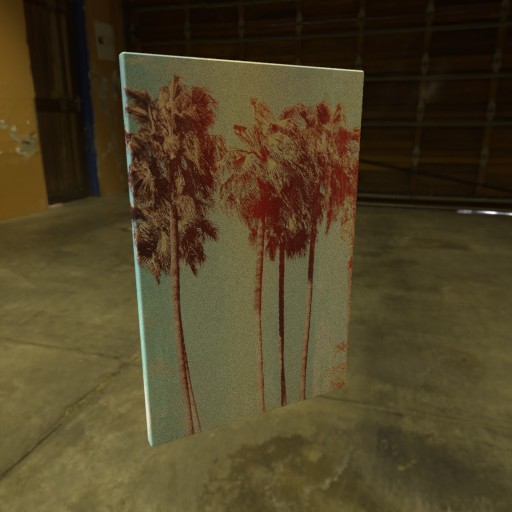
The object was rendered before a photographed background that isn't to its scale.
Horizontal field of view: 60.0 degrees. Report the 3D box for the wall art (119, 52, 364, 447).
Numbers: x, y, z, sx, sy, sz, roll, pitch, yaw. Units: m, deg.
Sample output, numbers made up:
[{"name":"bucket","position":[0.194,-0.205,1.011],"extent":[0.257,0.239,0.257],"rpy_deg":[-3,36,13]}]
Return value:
[{"name":"wall art","position":[0.000,0.000,1.136],"extent":[0.605,0.915,0.037],"rpy_deg":[-8,17,-26]}]
